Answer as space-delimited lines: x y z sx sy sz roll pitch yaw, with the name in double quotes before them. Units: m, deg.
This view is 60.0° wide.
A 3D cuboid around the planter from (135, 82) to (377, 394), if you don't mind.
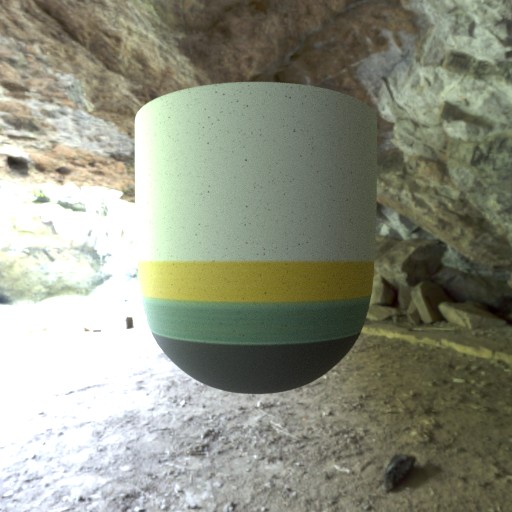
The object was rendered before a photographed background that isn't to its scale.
"planter" 0.000 0.000 0.369 0.195 0.214 0.195 0 0 0
